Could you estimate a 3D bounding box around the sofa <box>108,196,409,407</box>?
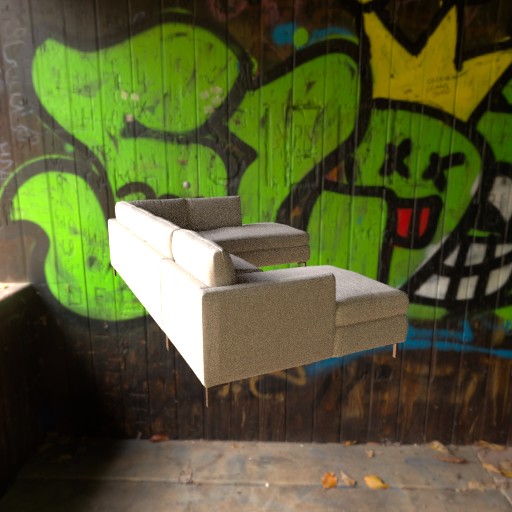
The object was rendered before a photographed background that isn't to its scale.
[{"bbox_3d":[0.000,0.000,3.567,1.879,0.756,2.737,-6,14,-26],"label":"sofa"}]
